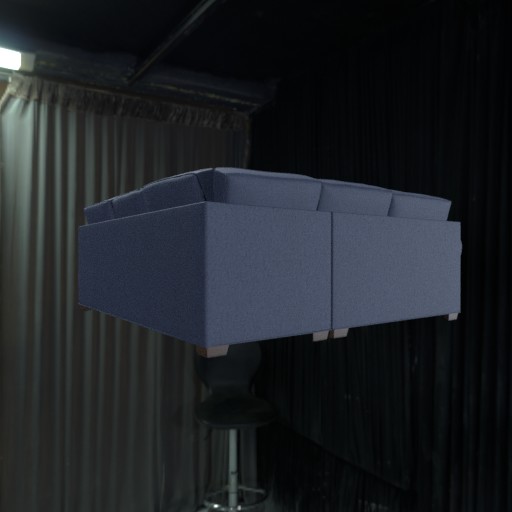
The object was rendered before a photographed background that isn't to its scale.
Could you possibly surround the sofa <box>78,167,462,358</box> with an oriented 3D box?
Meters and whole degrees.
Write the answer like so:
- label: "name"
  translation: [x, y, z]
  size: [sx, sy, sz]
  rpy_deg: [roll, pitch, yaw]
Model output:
- label: "sofa"
  translation: [0.000, 0.000, 4.000]
  size: [2.487, 1.042, 2.562]
  rpy_deg: [0, 0, -36]
